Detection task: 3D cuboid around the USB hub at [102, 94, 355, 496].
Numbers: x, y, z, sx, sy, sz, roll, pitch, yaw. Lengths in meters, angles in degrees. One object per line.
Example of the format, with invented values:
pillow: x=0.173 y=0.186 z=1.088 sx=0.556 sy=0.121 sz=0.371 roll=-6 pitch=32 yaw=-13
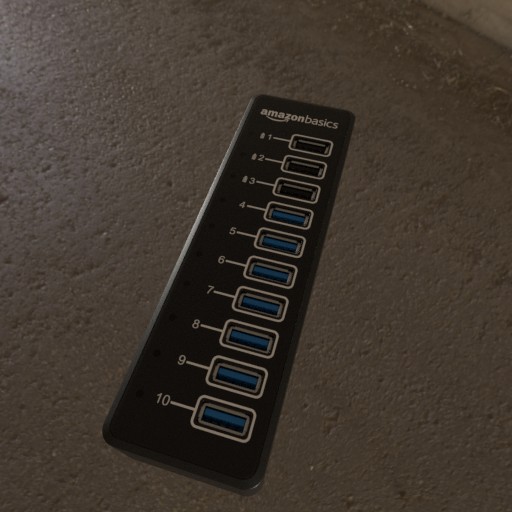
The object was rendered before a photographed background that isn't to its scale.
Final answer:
USB hub: x=0.000 y=0.000 z=0.157 sx=0.044 sy=0.023 sz=0.145 roll=14 pitch=59 yaw=9
